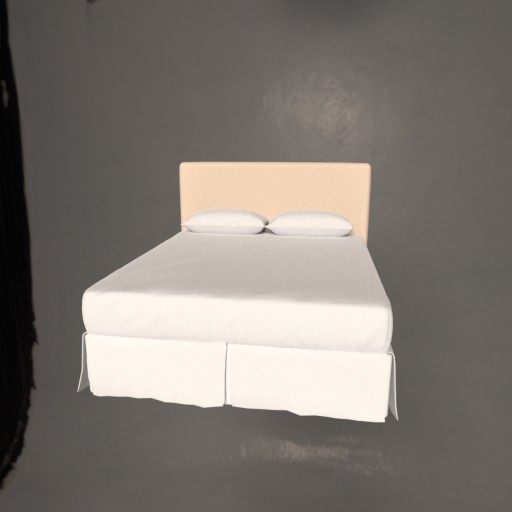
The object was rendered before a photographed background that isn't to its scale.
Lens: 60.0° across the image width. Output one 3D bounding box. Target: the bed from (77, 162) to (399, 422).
[{"bbox_3d":[0.000,0.000,3.378,1.884,1.330,2.142,2,14,8],"label":"bed"}]
